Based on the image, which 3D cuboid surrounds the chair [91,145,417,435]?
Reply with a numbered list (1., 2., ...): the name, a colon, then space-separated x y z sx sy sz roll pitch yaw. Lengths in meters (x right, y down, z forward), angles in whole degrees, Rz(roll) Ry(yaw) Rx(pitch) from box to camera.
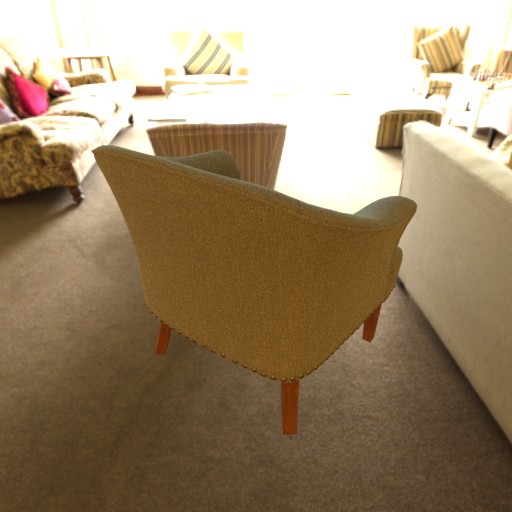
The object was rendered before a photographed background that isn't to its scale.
1. chair: 0.000 0.000 1.404 0.798 0.815 0.704 22 38 31
